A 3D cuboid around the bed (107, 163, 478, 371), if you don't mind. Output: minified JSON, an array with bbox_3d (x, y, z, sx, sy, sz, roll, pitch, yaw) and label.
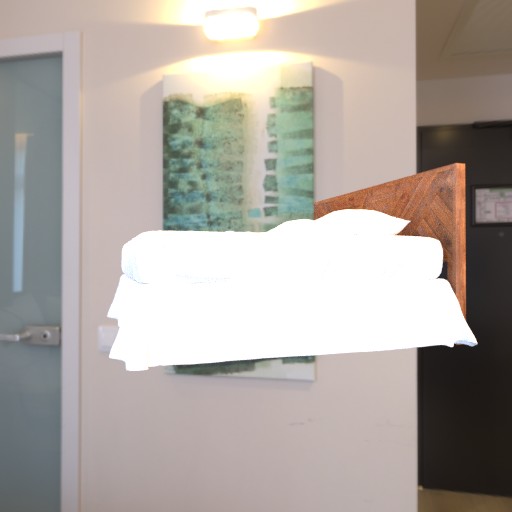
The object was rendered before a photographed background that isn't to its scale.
[{"bbox_3d":[0.000,0.000,3.416,2.165,1.158,2.255,0,-1,-19],"label":"bed"}]
